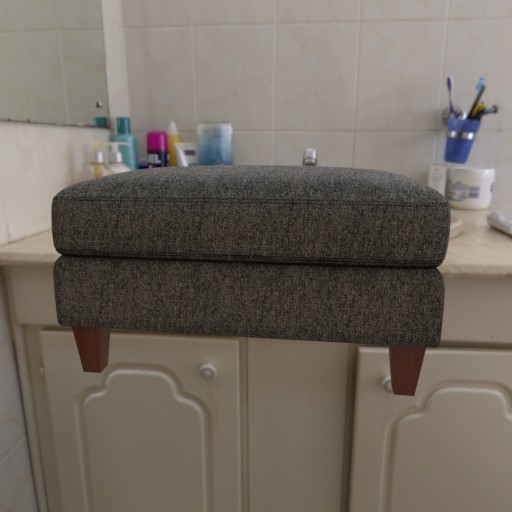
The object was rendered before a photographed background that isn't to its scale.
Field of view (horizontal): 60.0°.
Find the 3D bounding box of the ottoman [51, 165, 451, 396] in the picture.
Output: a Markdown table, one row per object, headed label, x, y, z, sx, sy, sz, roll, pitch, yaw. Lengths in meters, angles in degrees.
| label | x | y | z | sx | sy | sz | roll | pitch | yaw |
| --- | --- | --- | --- | --- | --- | --- | --- | --- | --- |
| ottoman | 0.000 | 0.000 | 1.207 | 0.864 | 0.483 | 0.584 | 2 | 14 | 8 |
